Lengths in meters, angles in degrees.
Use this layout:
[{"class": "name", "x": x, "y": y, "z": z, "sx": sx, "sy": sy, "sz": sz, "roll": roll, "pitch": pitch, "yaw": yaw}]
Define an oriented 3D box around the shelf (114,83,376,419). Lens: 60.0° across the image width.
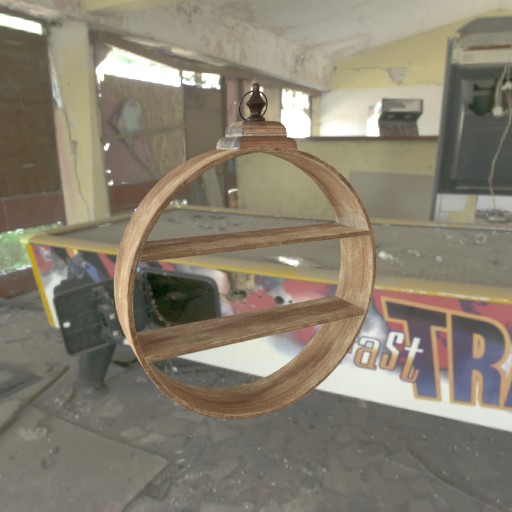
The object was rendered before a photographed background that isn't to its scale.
[{"class": "shelf", "x": 0.000, "y": 0.000, "z": 0.990, "sx": 0.601, "sy": 0.725, "sz": 0.125, "roll": -7, "pitch": 16, "yaw": -27}]
